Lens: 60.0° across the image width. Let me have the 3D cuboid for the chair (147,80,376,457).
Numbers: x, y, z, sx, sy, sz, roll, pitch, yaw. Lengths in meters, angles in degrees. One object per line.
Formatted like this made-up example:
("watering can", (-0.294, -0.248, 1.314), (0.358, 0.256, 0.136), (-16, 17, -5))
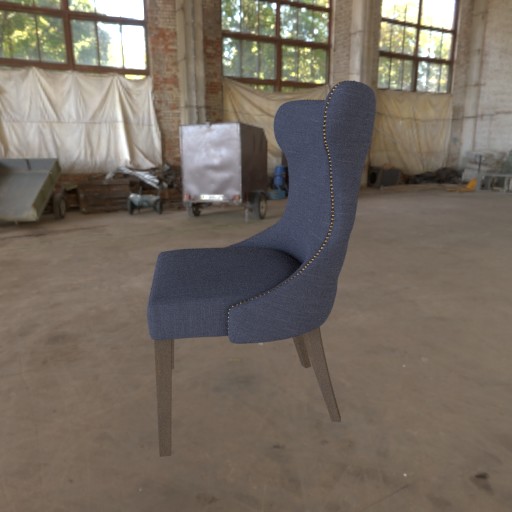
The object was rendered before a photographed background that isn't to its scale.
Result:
("chair", (0.000, 0.000, 1.373), (0.635, 0.967, 0.628), (-2, 14, -9))
